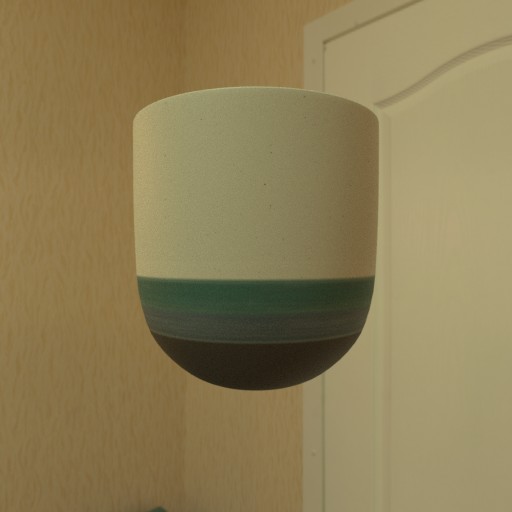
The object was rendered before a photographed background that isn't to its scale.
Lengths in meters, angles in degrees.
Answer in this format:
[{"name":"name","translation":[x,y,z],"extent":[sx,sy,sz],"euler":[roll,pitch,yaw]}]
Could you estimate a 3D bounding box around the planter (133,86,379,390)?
[{"name":"planter","translation":[0.000,0.000,0.381],"extent":[0.204,0.214,0.204],"euler":[0,0,0]}]
